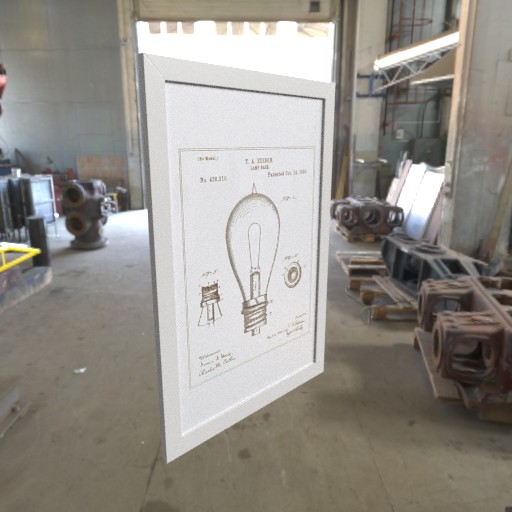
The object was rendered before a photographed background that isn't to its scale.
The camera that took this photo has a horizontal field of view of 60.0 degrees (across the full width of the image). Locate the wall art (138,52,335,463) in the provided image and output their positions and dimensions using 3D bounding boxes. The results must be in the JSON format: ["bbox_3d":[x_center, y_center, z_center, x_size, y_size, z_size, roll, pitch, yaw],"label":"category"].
[{"bbox_3d":[0.000,0.000,0.609,0.010,0.474,0.325,14,20,43],"label":"wall art"}]
